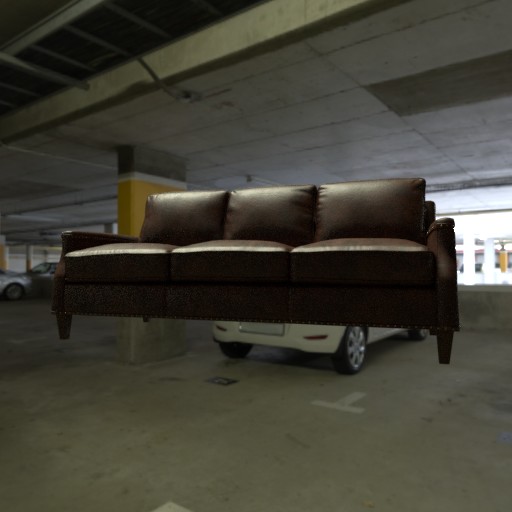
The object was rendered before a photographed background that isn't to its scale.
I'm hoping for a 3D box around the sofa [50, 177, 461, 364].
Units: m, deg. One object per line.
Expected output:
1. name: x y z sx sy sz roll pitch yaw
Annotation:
1. sofa: 0.000 0.000 2.780 2.240 1.003 1.084 -1 -2 19
